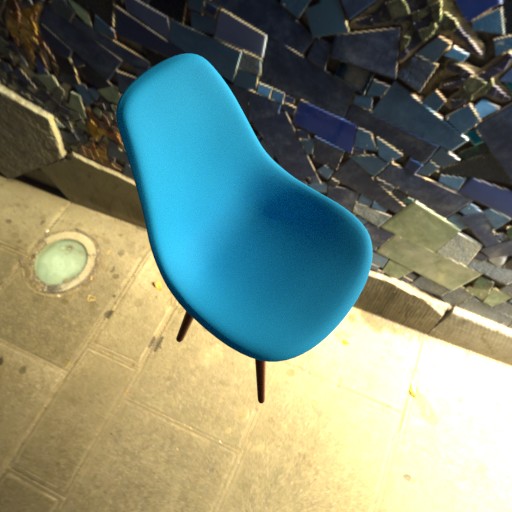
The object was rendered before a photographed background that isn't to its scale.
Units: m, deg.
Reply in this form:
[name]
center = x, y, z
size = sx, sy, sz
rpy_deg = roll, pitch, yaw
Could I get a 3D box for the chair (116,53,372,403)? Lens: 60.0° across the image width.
[chair]
center = 0.000, 0.000, 1.114
size = 0.533, 0.826, 0.470
rpy_deg = 34, 65, 19
